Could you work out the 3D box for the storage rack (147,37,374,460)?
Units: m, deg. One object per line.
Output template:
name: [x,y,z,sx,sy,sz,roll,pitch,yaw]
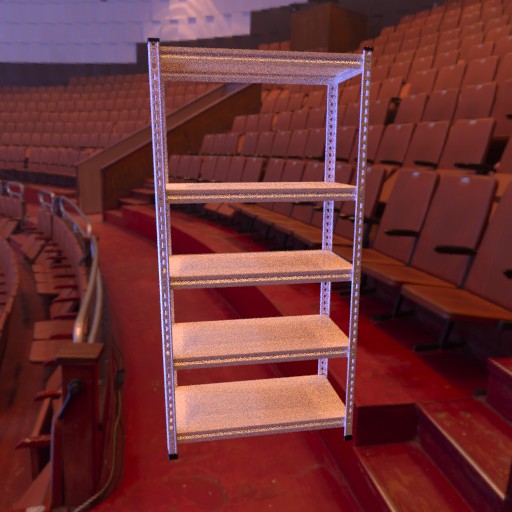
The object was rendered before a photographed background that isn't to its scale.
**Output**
storage rack: [0.000,0.000,2.169,0.914,1.829,0.457,-2,13,-9]
